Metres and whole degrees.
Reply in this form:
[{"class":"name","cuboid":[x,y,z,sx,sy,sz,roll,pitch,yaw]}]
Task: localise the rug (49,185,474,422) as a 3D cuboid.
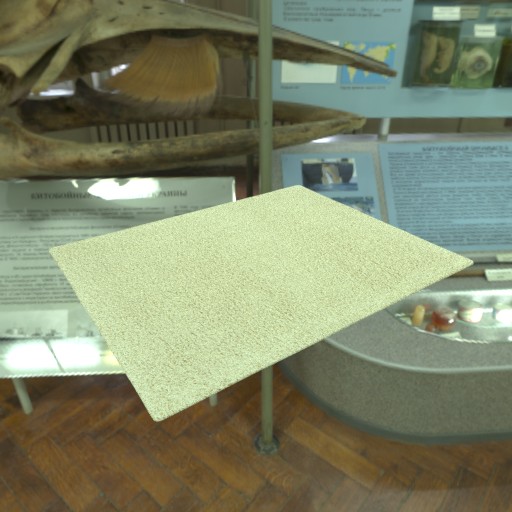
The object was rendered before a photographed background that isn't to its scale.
[{"class":"rug","cuboid":[0.000,0.000,4.043,3.047,0.029,2.438,-19,34,-30]}]
